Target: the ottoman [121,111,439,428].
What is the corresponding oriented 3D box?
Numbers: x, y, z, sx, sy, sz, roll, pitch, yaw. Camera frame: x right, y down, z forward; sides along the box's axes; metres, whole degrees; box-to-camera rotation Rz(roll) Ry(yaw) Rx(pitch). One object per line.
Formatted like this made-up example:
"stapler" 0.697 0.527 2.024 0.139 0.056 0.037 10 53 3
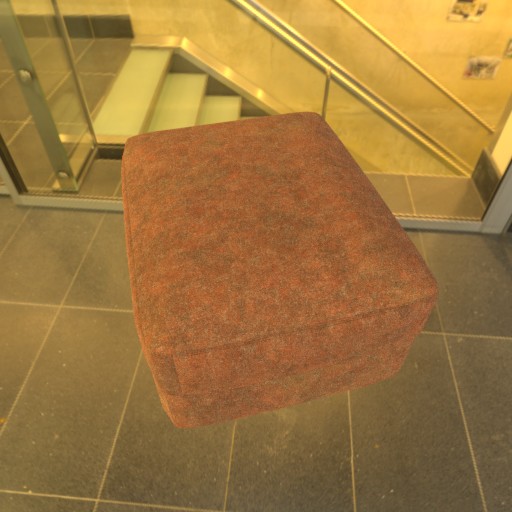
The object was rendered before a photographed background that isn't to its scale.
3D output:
"ottoman" 0.000 0.000 1.204 0.635 0.508 0.787 -11 48 -10
